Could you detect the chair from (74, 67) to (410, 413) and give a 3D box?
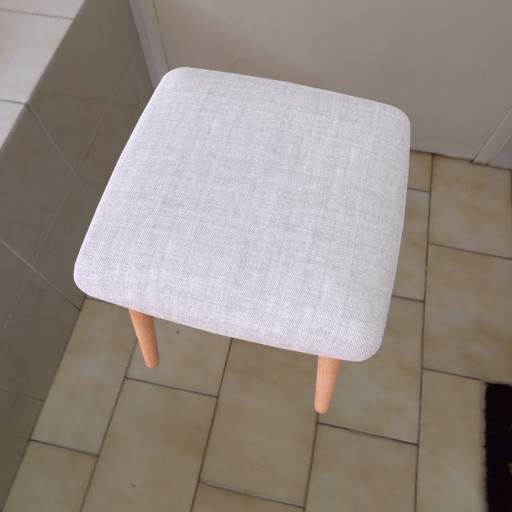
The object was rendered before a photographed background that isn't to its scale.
[{"bbox_3d":[0.000,0.000,0.686,0.350,0.440,0.350,13,65,6],"label":"chair"}]
